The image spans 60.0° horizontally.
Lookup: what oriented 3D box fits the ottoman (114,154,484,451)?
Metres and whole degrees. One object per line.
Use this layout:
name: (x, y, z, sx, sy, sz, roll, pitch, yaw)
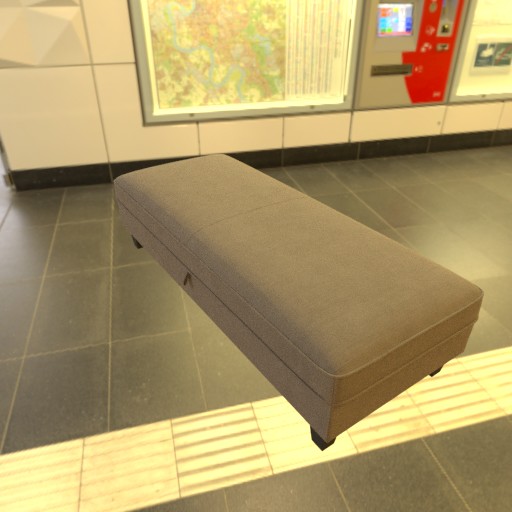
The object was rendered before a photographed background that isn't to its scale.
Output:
ottoman: (0.000, 0.000, 2.027, 0.751, 0.470, 1.764, -20, 37, -29)
